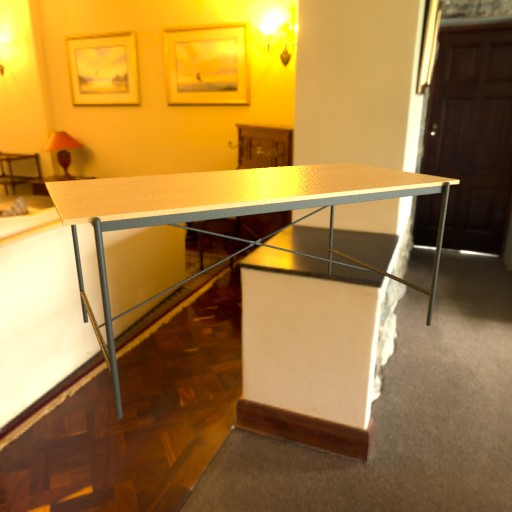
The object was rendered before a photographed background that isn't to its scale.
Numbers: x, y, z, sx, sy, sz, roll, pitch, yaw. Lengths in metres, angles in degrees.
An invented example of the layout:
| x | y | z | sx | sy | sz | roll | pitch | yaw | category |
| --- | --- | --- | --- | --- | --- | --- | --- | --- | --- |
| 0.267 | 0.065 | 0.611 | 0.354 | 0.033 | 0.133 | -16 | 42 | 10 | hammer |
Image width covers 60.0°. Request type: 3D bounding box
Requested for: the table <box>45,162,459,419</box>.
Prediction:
| x | y | z | sx | sy | sz | roll | pitch | yaw | category |
| --- | --- | --- | --- | --- | --- | --- | --- | --- | --- |
| 0.000 | 0.000 | 2.248 | 1.800 | 0.758 | 0.900 | -9 | 20 | -26 | table |
